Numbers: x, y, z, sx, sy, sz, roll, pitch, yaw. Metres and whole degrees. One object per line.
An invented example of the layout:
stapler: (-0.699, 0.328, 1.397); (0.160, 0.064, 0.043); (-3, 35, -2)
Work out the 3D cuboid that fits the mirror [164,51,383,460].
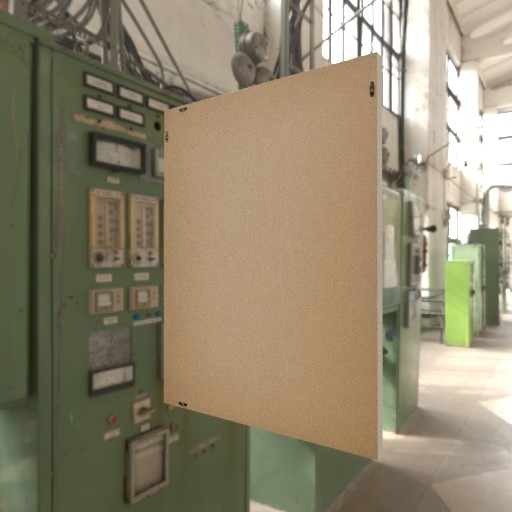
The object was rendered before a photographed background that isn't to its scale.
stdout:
mirror: (0.000, 0.000, 1.334); (0.762, 1.016, 0.041); (0, -1, 35)
